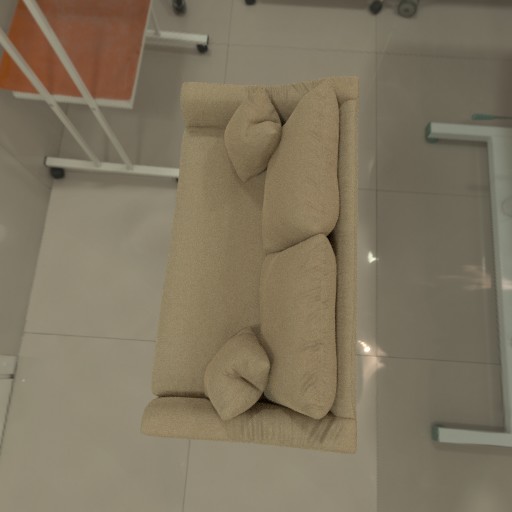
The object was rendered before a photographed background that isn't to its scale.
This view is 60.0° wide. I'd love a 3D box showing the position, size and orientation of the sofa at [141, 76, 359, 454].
[{"bbox_3d":[0.000,0.000,2.606,1.072,1.018,2.010,4,75,1],"label":"sofa"}]
